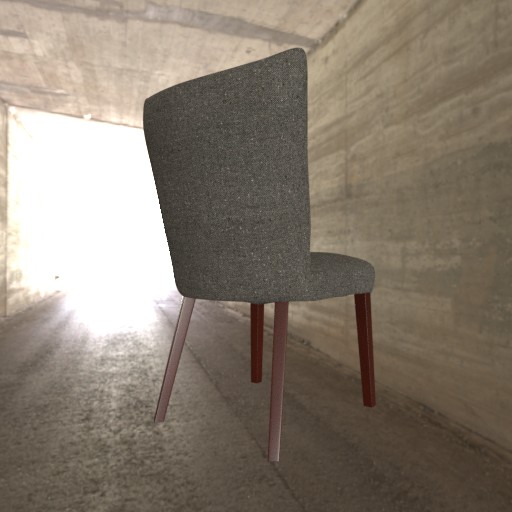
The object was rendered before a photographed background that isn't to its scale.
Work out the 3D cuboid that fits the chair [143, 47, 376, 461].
[{"bbox_3d":[0.000,0.000,1.278,0.535,0.924,0.623,0,-1,37],"label":"chair"}]
